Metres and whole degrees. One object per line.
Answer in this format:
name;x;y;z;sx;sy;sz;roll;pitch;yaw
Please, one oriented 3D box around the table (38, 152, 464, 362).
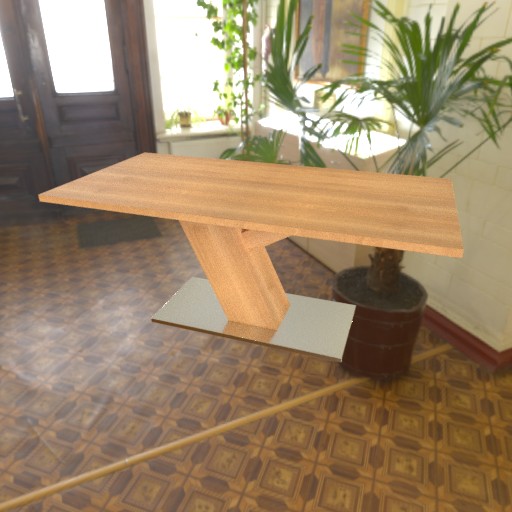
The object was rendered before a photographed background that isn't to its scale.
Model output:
table;0.000;0.000;2.310;1.800;0.750;0.900;9;27;17
